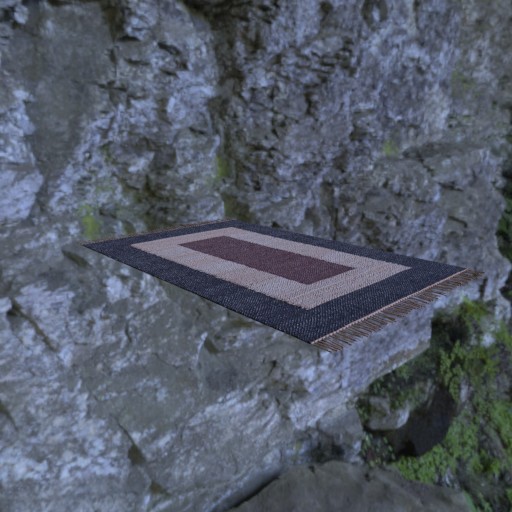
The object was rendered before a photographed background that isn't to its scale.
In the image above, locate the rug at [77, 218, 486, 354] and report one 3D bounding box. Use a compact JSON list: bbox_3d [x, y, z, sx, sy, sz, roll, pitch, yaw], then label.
[{"bbox_3d":[0.000,0.000,2.475,1.224,0.027,2.021,-14,21,-41],"label":"rug"}]
